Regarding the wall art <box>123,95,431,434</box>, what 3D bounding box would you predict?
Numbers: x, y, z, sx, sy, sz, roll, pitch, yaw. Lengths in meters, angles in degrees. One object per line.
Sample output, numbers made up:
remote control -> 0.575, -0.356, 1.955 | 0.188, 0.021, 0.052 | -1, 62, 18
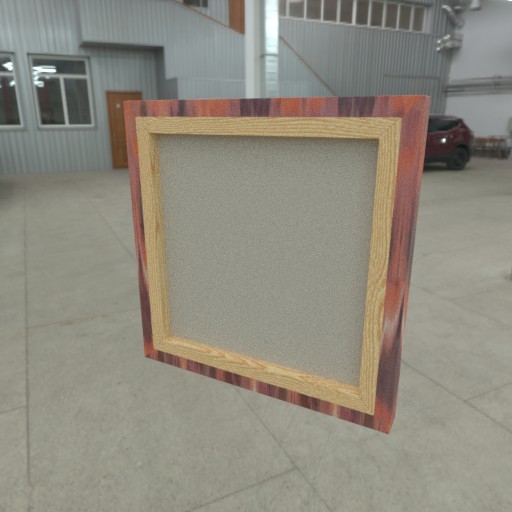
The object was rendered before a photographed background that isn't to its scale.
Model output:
wall art -> 0.000, 0.000, 0.608 | 0.403, 0.406, 0.038 | 9, 20, 27
